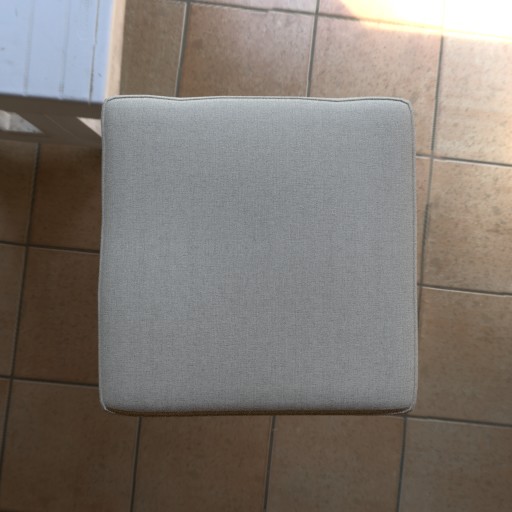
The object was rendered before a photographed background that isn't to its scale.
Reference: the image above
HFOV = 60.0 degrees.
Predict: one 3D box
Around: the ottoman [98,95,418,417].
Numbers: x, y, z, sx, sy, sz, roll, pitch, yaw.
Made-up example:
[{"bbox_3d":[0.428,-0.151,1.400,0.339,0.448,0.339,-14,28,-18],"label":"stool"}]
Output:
[{"bbox_3d":[0.000,0.000,1.334,0.838,0.503,0.838,0,89,-1],"label":"ottoman"}]
